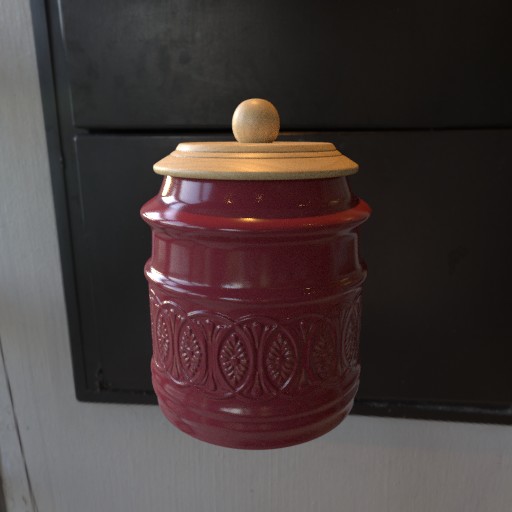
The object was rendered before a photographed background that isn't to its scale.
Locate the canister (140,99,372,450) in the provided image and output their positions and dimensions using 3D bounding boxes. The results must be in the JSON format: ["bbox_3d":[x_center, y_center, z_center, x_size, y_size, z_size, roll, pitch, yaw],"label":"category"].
[{"bbox_3d":[0.000,0.000,0.263,0.130,0.176,0.130,0,15,0],"label":"canister"}]
